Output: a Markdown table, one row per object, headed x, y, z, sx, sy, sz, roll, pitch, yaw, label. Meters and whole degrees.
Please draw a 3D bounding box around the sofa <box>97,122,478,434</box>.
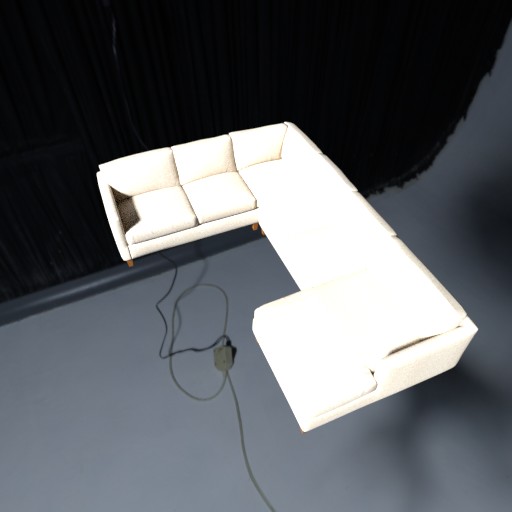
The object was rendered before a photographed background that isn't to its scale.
| x | y | z | sx | sy | sz | roll | pitch | yaw | label |
| --- | --- | --- | --- | --- | --- | --- | --- | --- | --- |
| 0.000 | 0.000 | 4.564 | 2.594 | 0.961 | 3.460 | -17 | 49 | -15 | sofa |
